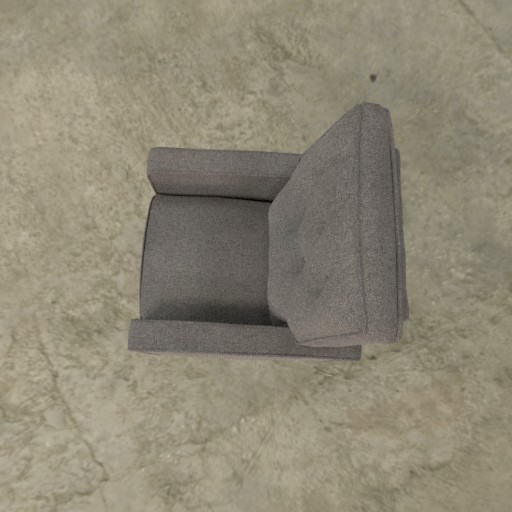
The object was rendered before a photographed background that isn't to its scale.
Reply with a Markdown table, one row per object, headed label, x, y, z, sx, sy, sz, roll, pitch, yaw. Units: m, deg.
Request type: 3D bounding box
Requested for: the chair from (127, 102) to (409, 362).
| label | x | y | z | sx | sy | sz | roll | pitch | yaw |
| --- | --- | --- | --- | --- | --- | --- | --- | --- | --- |
| chair | 0.000 | 0.000 | 1.437 | 0.775 | 0.889 | 0.650 | 2 | 75 | 1 |
